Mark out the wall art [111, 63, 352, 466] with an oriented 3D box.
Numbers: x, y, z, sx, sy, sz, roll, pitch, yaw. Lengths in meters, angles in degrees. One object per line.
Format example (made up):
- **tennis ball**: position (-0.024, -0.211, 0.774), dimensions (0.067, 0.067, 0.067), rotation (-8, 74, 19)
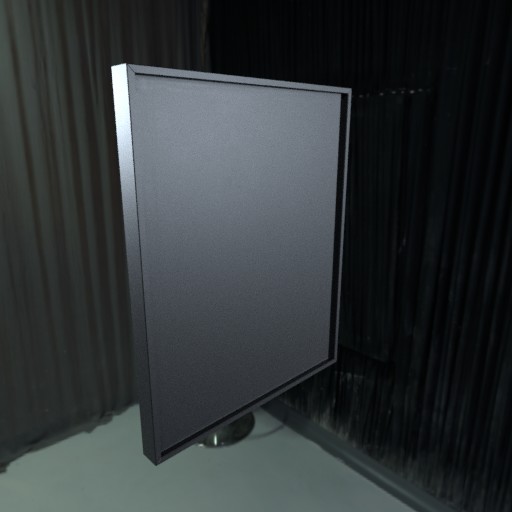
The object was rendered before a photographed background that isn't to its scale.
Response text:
- **wall art**: position (0.000, 0.000, 0.747), dimensions (0.449, 0.555, 0.039), rotation (-15, 21, -42)
